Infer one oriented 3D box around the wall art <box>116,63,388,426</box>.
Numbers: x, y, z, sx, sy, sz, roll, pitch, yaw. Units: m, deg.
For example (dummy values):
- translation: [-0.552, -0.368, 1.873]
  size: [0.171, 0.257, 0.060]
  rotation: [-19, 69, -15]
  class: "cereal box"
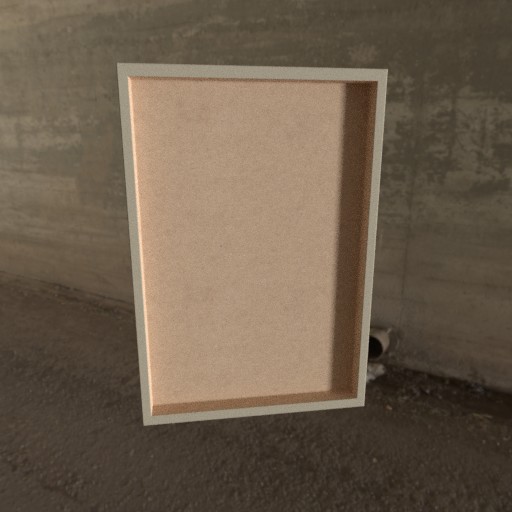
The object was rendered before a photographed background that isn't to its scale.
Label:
- translation: [0.000, 0.000, 0.771]
  size: [0.418, 0.608, 0.038]
  rotation: [-2, 15, -8]
  class: "wall art"
